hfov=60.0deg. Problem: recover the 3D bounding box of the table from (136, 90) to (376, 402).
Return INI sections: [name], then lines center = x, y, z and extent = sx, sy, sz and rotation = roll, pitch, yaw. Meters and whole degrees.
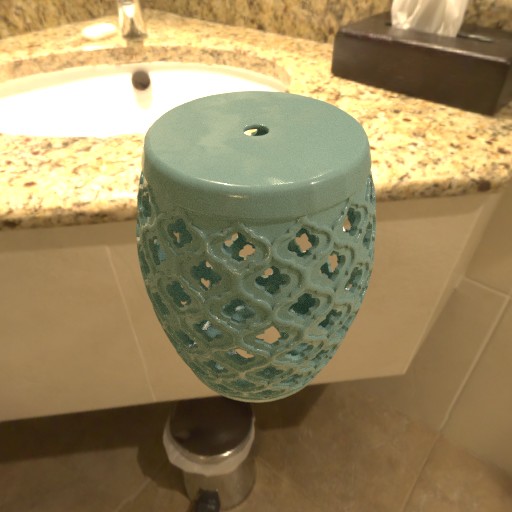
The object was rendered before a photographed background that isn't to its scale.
[table]
center = 0.000, 0.000, 0.642
extent = 0.325, 0.388, 0.325
rotation = 0, 41, 0
